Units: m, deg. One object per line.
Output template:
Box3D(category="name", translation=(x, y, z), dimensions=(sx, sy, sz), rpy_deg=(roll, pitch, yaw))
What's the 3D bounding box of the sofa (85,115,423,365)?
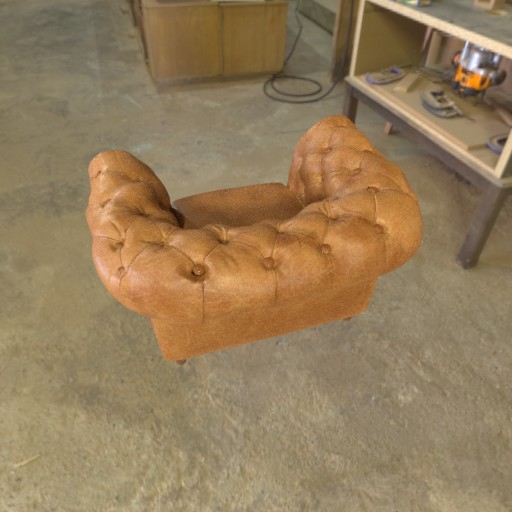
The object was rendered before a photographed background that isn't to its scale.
Box3D(category="sofa", translation=(0.000, 0.000, 2.128), dimensions=(1.405, 0.878, 1.033), rpy_deg=(-12, 44, -13))
